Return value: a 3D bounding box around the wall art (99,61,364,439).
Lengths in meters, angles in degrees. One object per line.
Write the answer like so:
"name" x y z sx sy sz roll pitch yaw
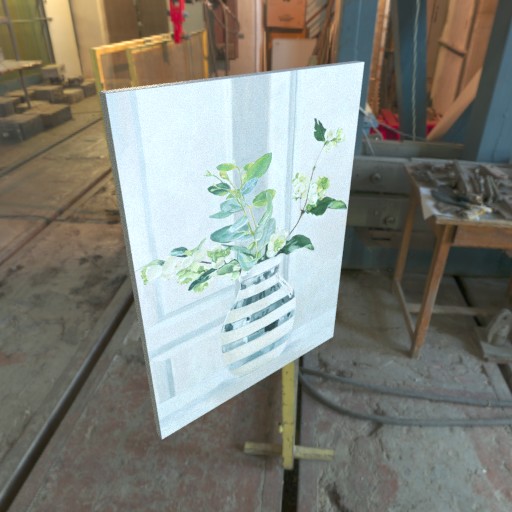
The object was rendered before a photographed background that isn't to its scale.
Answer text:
"wall art" 0.000 0.000 1.579 0.914 1.212 0.038 -22 37 -33
